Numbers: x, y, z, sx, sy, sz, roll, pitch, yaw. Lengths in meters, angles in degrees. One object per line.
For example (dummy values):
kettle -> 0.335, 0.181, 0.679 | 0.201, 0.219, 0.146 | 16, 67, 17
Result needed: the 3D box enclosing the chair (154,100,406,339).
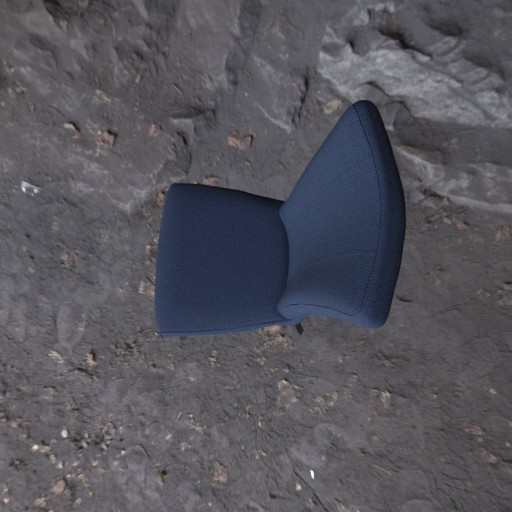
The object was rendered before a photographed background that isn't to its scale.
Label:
chair -> 0.000, 0.000, 1.418 | 0.660, 0.991, 0.520 | 2, 76, 0
